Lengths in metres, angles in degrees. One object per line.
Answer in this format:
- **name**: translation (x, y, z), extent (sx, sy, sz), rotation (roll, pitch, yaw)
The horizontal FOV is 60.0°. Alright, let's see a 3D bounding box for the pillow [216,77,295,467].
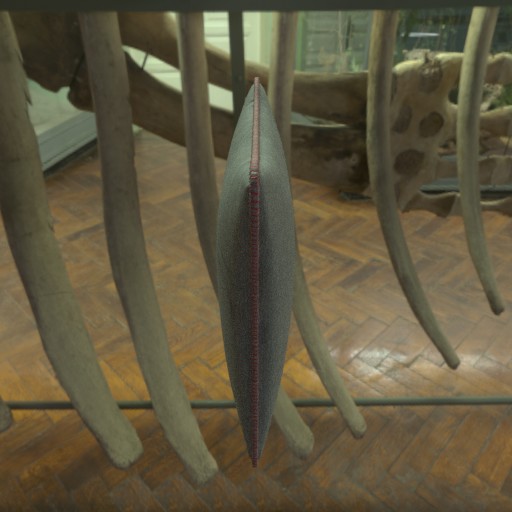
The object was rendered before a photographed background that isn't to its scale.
- **pillow**: translation (0.000, 0.000, 0.746), extent (0.124, 0.491, 0.482), rotation (0, 33, 0)
